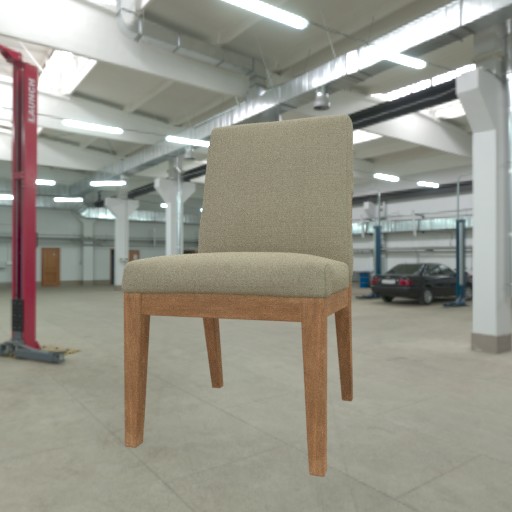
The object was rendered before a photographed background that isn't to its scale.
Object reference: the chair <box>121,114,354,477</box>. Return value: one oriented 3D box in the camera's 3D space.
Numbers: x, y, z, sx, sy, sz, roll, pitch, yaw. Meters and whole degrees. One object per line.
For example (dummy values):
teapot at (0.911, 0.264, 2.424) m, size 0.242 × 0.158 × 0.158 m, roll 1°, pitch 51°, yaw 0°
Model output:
chair at (0.000, 0.000, 1.246) m, size 0.507 × 0.911 × 0.586 m, roll 0°, pitch -1°, yaw 18°
